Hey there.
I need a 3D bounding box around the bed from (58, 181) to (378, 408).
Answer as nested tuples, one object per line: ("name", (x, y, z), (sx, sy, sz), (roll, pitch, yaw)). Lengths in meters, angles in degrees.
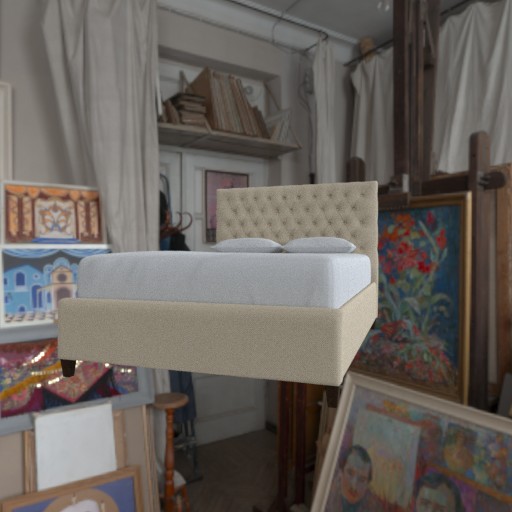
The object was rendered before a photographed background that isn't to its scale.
("bed", (0.000, 0.000, 3.462), (1.698, 1.427, 2.387), (0, 0, 19))
